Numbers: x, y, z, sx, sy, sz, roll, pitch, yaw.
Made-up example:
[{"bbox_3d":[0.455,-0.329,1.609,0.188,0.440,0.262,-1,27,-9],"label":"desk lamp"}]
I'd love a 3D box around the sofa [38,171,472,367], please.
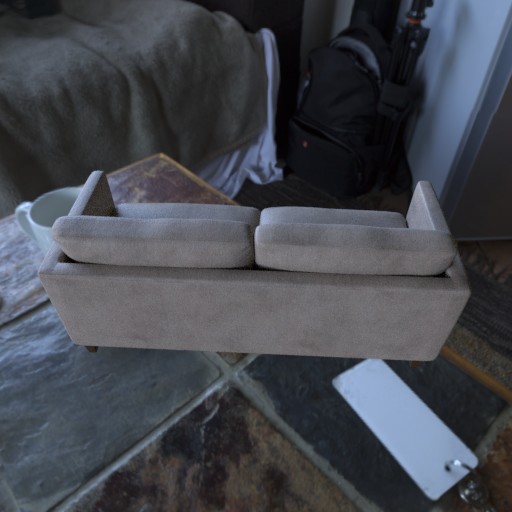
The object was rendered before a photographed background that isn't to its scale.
[{"bbox_3d":[0.000,0.000,2.720,2.208,0.965,0.951,2,45,2],"label":"sofa"}]
